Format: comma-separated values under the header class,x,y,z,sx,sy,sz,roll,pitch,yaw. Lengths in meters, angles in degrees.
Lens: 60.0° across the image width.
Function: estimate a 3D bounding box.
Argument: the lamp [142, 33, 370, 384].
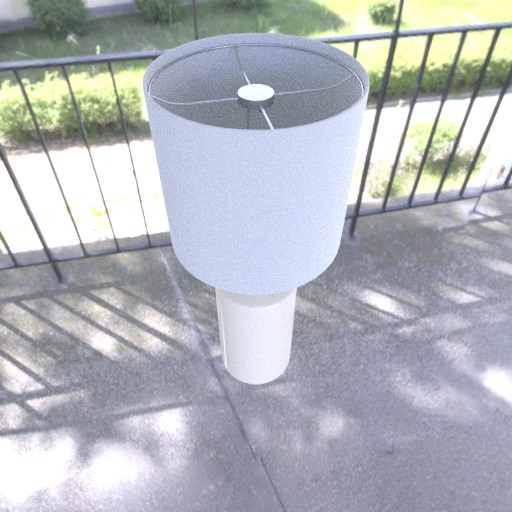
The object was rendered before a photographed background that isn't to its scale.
class,x,y,z,sx,sy,sz,roll,pitch,yaw
lamp,0.000,0.000,0.594,0.212,0.493,0.212,-10,46,-9
